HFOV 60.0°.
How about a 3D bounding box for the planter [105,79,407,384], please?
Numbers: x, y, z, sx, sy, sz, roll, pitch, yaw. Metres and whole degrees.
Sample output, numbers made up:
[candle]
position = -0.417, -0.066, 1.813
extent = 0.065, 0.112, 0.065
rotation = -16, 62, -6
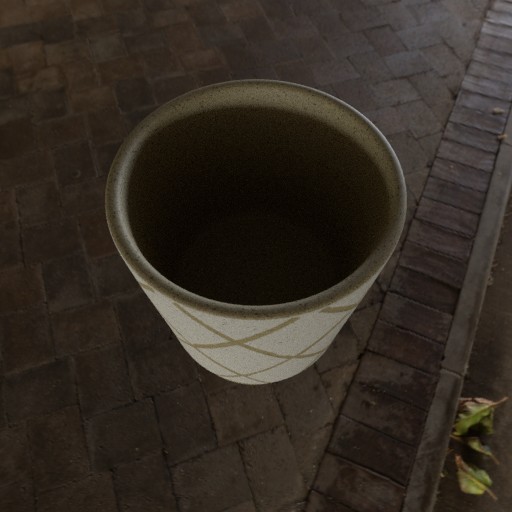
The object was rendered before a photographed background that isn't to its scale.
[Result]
[planter]
position = 0.000, 0.000, 0.368
extent = 0.191, 0.199, 0.191
rotation = 0, 61, 0
